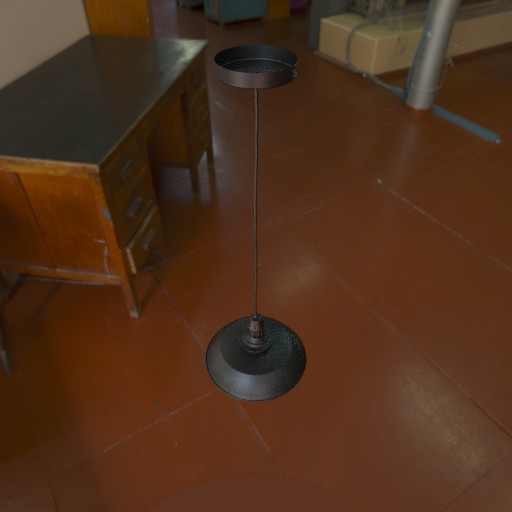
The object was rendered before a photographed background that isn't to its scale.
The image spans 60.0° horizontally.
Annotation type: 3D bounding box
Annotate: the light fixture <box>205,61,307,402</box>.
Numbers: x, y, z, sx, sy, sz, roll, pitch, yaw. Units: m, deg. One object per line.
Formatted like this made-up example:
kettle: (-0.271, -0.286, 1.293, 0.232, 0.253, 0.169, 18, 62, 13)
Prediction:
light fixture: (0.000, 0.000, 1.158, 0.331, 0.993, 0.331, 1, 42, 2)
